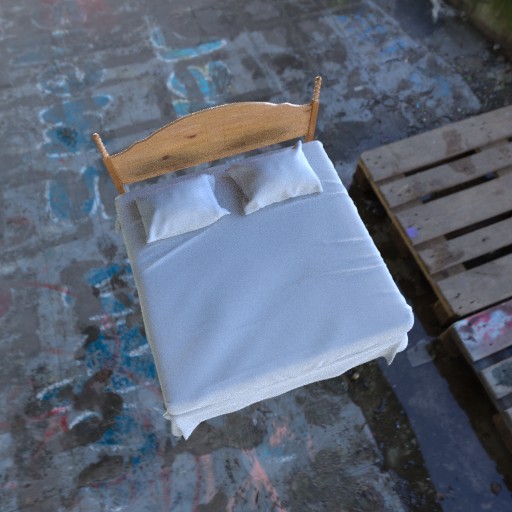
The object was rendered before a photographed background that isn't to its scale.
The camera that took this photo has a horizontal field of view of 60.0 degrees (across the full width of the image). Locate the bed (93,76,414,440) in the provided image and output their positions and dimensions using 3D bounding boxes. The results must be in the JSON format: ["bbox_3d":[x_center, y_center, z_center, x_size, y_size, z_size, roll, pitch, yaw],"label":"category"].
[{"bbox_3d":[0.000,0.000,3.691,2.322,1.355,2.219,-17,65,-8],"label":"bed"}]
